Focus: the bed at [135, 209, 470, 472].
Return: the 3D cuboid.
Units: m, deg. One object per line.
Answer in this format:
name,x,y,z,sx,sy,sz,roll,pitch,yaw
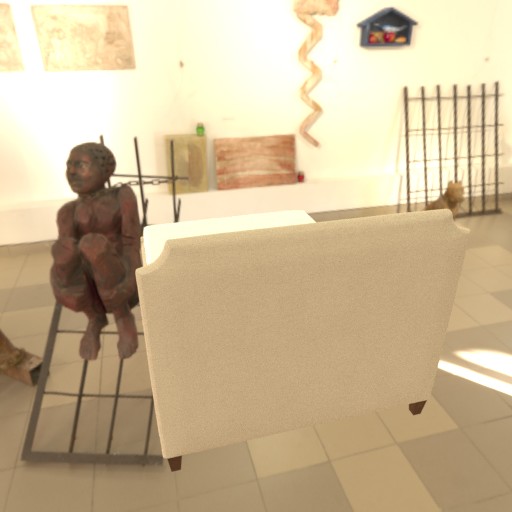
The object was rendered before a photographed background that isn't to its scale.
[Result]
bed,0.000,0.000,3.369,1.713,1.443,2.372,-7,28,-14
